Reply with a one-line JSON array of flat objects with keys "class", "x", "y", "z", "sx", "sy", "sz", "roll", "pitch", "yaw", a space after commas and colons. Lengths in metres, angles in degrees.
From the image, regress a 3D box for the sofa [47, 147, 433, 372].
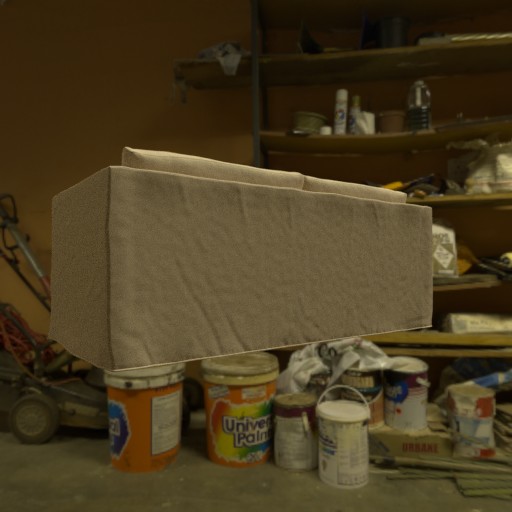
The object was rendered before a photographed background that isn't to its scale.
[{"class": "sofa", "x": 0.000, "y": 0.000, "z": 2.444, "sx": 1.959, "sy": 0.835, "sz": 0.962, "roll": 1, "pitch": -1, "yaw": -36}]
